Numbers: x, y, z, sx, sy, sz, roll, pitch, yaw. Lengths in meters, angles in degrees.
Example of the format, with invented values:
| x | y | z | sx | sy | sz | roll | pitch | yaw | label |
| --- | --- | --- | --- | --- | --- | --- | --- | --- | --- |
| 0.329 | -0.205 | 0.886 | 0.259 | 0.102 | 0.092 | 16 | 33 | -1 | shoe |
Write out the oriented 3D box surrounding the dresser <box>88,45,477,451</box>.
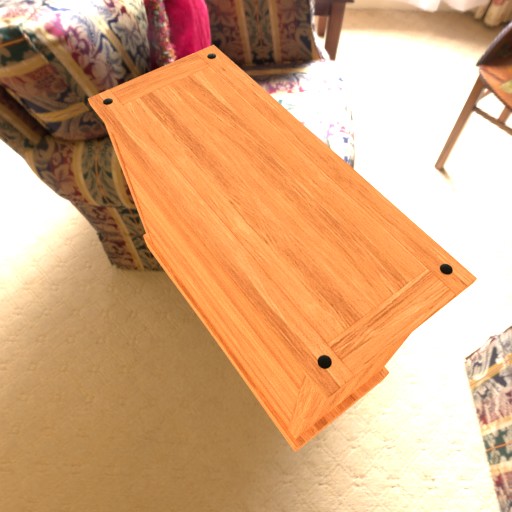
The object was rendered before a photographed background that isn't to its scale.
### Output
| x | y | z | sx | sy | sz | roll | pitch | yaw | label |
| --- | --- | --- | --- | --- | --- | --- | --- | --- | --- |
| 0.000 | 0.000 | 1.372 | 0.410 | 0.740 | 0.990 | -32 | 64 | -18 | dresser |
